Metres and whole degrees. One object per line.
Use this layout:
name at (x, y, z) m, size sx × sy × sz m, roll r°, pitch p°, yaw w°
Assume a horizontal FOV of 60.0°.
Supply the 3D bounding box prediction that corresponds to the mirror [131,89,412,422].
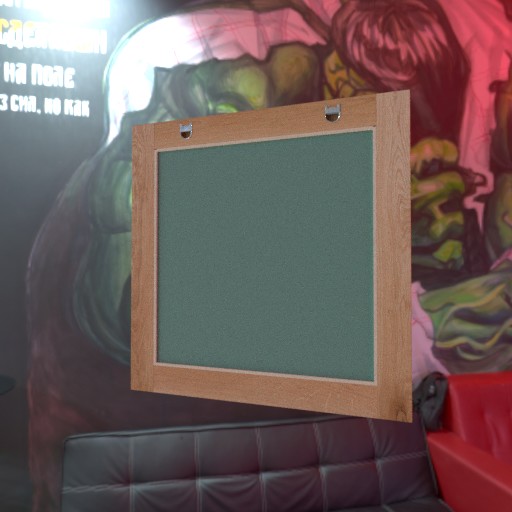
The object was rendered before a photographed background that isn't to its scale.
mirror at (0.000, 0.000, 1.212) m, size 0.800 × 0.800 × 0.020 m, roll 0°, pitch -1°, yaw 20°
